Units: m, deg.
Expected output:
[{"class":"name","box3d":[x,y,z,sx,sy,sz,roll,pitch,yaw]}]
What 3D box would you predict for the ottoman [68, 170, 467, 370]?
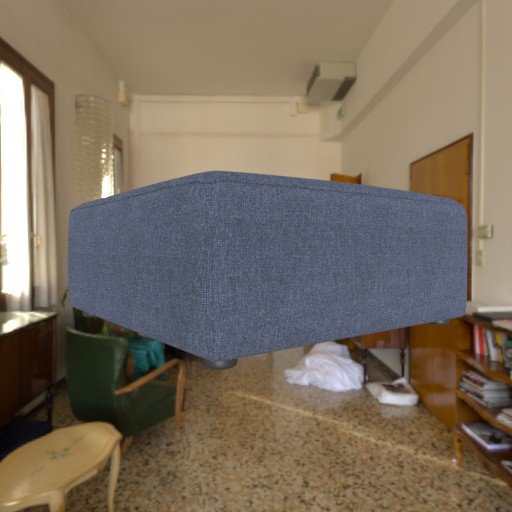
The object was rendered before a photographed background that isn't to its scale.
[{"class":"ottoman","box3d":[0.000,0.000,1.522,1.000,0.439,1.000,-1,2,-37]}]
